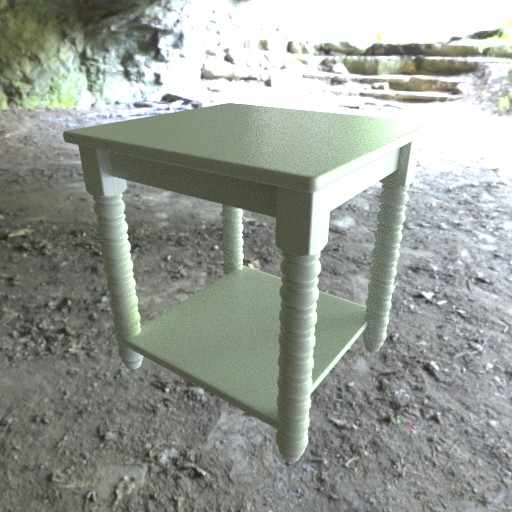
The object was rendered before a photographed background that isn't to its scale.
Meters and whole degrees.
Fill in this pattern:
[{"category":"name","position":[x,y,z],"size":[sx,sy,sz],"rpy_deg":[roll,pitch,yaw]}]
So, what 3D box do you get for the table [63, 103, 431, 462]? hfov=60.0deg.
[{"category":"table","position":[0.000,0.000,0.987],"size":[0.533,0.563,0.500],"rpy_deg":[17,31,31]}]
